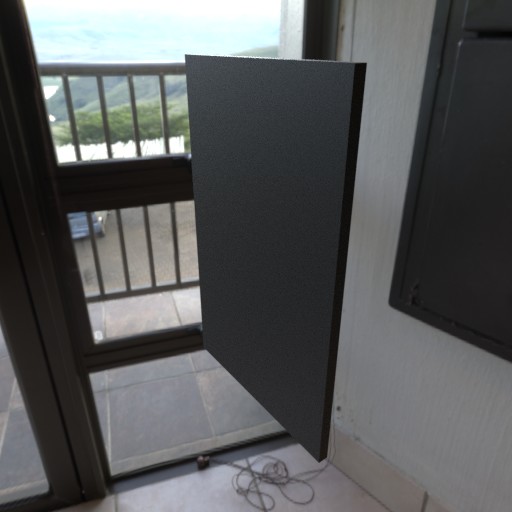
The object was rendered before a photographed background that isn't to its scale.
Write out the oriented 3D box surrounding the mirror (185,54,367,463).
[{"bbox_3d":[0.000,0.000,1.490,0.038,1.219,0.762,-18,31,-32],"label":"mirror"}]
